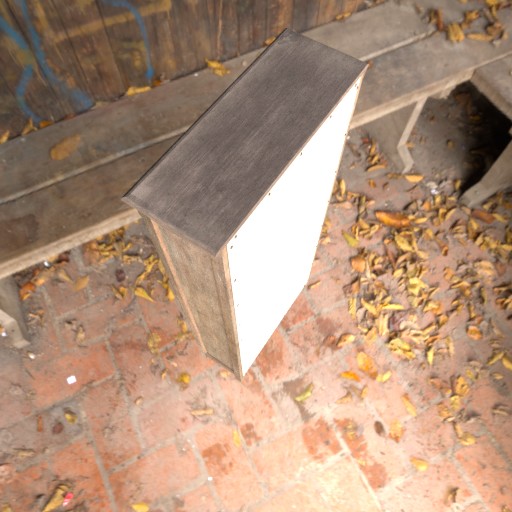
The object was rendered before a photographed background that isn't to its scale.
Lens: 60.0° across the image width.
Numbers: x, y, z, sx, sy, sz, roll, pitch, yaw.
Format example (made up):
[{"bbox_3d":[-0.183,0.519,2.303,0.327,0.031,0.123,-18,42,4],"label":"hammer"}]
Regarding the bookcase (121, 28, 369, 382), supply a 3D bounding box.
[{"bbox_3d":[0.000,0.000,2.251,0.348,1.880,0.906,31,67,15],"label":"bookcase"}]
